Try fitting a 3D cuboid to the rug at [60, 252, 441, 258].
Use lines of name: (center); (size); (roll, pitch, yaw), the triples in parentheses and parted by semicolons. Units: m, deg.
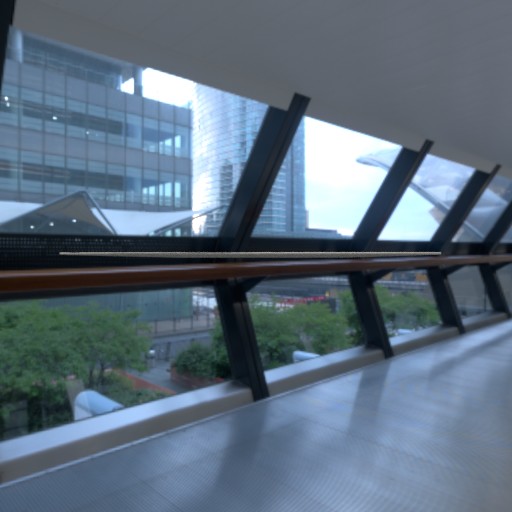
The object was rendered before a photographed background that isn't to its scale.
rug: (0.000, 0.000, 2.885); (1.522, 0.008, 2.284); (0, 0, 1)
